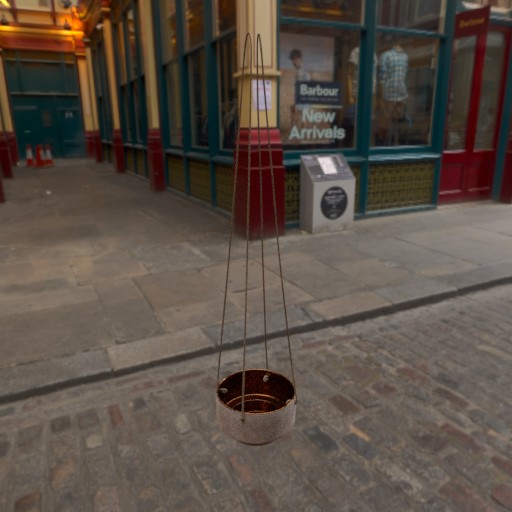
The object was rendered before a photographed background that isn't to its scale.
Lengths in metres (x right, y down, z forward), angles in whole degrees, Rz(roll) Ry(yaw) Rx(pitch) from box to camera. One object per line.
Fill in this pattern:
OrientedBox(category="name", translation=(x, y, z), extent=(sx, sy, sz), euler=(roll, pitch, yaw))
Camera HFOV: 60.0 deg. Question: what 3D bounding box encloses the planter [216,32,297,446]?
OrientedBox(category="planter", translation=(0.000, 0.000, 1.127), extent=(0.223, 1.030, 0.223), euler=(-8, 18, -26))
